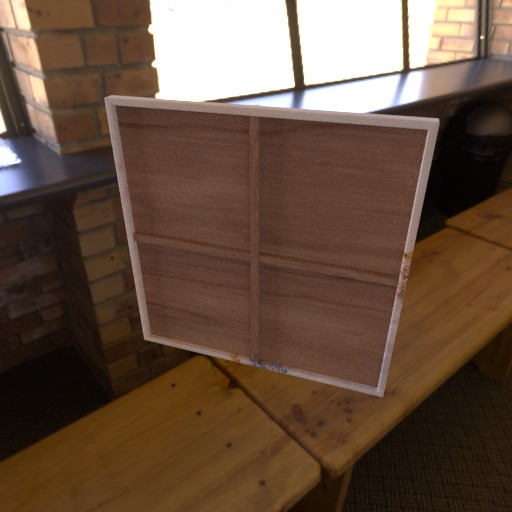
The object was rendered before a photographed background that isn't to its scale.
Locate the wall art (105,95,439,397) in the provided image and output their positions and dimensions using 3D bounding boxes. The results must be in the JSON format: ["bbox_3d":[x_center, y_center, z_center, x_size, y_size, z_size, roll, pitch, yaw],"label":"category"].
[{"bbox_3d":[0.000,0.000,1.365,0.889,0.889,0.038,10,32,16],"label":"wall art"}]
